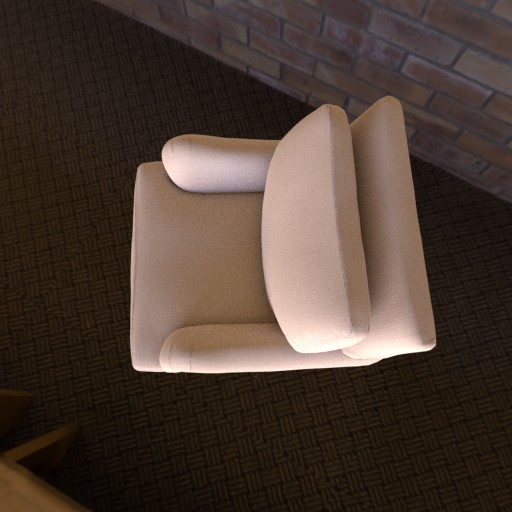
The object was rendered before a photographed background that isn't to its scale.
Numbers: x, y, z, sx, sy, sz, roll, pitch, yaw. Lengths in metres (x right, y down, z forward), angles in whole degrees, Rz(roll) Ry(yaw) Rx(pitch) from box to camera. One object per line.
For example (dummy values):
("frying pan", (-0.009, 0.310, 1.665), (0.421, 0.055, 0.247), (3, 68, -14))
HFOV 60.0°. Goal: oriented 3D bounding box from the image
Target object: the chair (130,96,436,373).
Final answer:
("chair", (0.000, 0.000, 1.886), (1.070, 1.038, 0.955), (-2, 75, -1))
